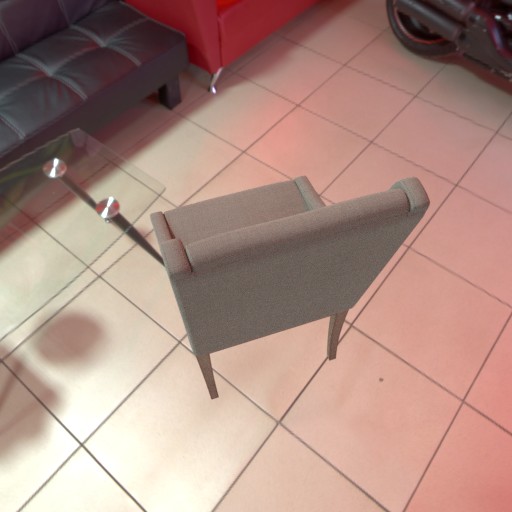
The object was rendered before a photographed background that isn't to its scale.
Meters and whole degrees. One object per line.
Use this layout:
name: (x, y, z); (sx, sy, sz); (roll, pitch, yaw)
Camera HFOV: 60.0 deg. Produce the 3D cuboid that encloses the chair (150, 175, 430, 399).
chair: (0.000, 0.000, 1.387); (0.575, 1.021, 0.611); (-16, 58, -10)
